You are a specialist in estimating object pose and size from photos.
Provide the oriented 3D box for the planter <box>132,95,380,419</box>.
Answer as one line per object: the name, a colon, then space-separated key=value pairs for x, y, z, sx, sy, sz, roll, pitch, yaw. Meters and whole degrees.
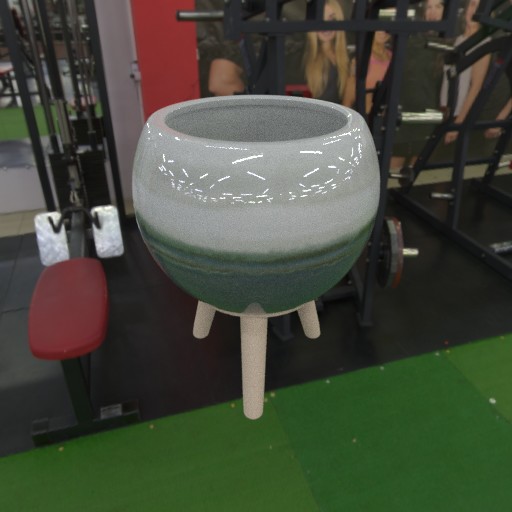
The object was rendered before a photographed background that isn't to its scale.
planter: x=0.000 y=0.000 z=0.447 sx=0.222 sy=0.278 sz=0.222 roll=0 pitch=30 yaw=0
